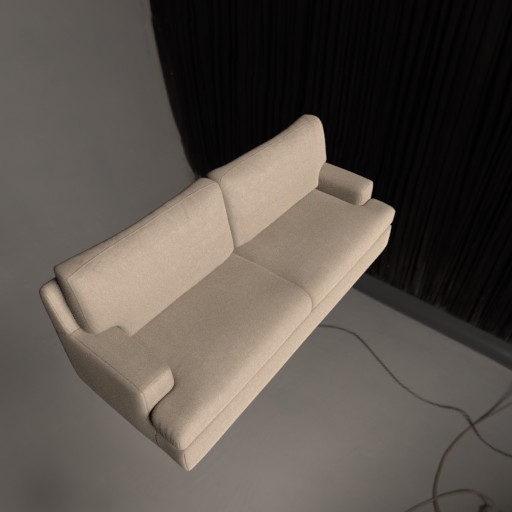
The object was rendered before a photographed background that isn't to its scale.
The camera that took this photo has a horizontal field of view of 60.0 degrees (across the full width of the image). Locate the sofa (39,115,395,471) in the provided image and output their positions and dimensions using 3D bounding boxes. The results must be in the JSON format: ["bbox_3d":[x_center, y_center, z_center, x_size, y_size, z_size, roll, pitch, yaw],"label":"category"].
[{"bbox_3d":[0.000,0.000,2.873,0.962,0.980,2.354,28,49,27],"label":"sofa"}]
